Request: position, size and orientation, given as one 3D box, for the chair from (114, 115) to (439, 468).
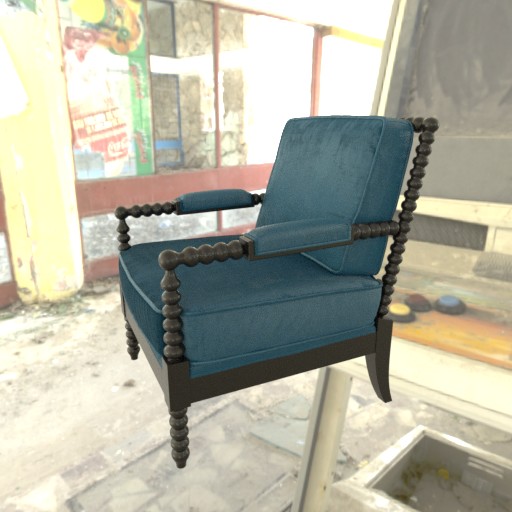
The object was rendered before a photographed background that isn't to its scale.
[{"bbox_3d":[0.000,0.000,1.408,0.805,0.857,0.688,-8,18,-25],"label":"chair"}]
